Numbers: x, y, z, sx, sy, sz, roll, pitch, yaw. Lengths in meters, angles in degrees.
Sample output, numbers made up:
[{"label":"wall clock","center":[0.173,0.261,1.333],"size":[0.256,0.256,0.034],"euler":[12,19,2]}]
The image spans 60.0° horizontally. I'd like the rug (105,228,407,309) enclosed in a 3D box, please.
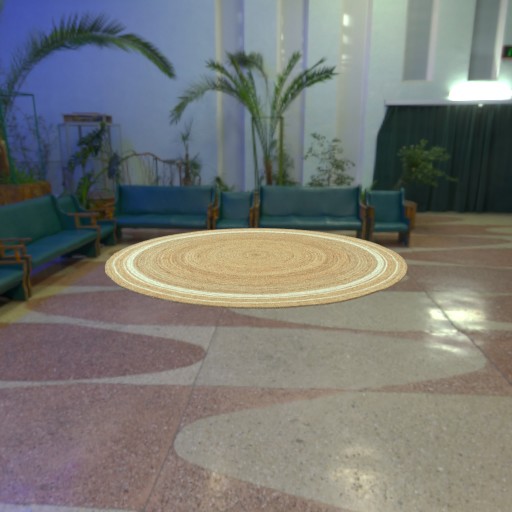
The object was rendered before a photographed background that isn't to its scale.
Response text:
[{"label":"rug","center":[0.000,0.000,3.774],"size":[2.444,0.015,2.444],"euler":[0,14,0]}]
